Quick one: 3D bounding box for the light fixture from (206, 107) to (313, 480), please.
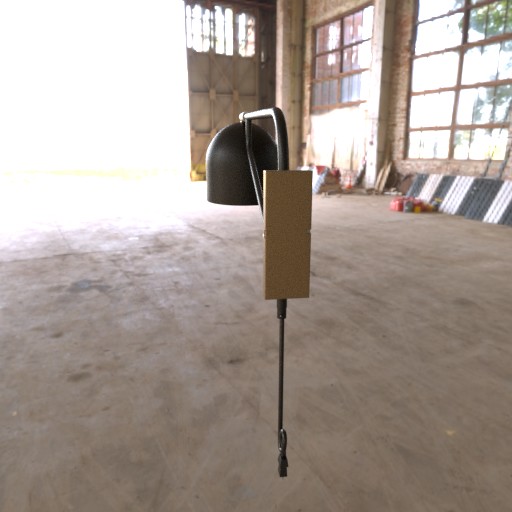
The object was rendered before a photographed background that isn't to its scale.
[{"bbox_3d":[0.000,0.000,1.070,0.215,0.696,0.720,-2,14,-8],"label":"light fixture"}]
